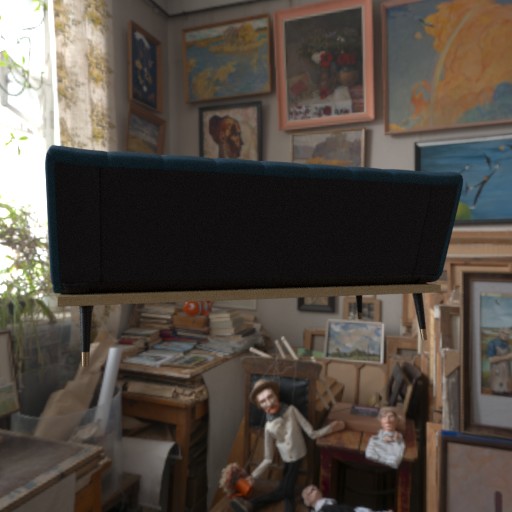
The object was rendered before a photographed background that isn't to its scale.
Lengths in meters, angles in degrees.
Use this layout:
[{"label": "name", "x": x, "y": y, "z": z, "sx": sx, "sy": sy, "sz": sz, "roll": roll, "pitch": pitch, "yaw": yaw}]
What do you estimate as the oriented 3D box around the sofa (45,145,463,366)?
[{"label": "sofa", "x": 0.000, "y": 0.000, "z": 2.208, "sx": 1.810, "sy": 0.825, "sz": 0.830, "roll": 0, "pitch": 1, "yaw": -18}]
